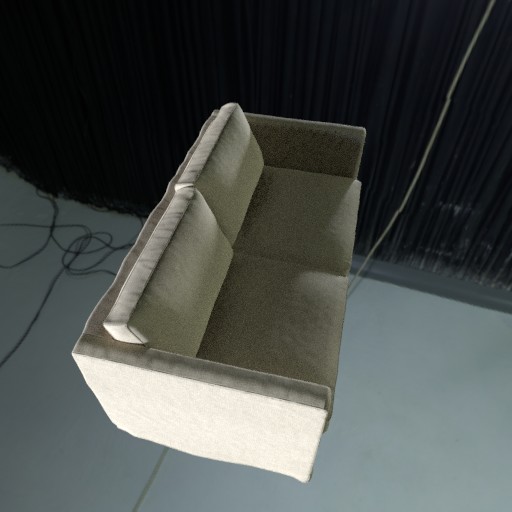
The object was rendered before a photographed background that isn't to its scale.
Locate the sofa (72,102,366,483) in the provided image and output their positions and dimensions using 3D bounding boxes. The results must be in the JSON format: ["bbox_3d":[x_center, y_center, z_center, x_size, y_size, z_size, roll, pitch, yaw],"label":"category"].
[{"bbox_3d":[0.000,0.000,2.262,0.956,0.828,1.766,10,48,9],"label":"sofa"}]
